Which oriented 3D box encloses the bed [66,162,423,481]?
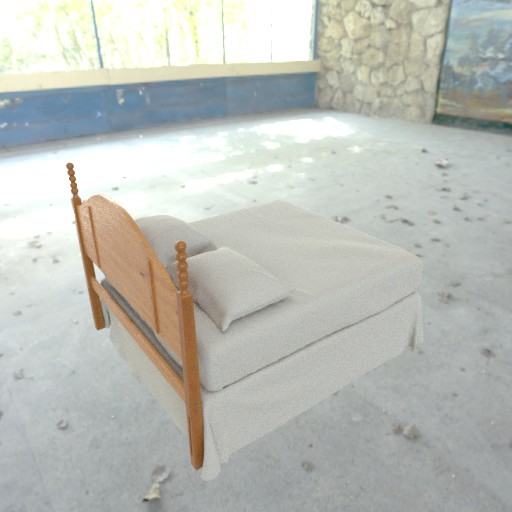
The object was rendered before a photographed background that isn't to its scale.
[{"bbox_3d":[0.000,0.000,3.246,2.040,1.356,1.873,-18,32,-32],"label":"bed"}]
